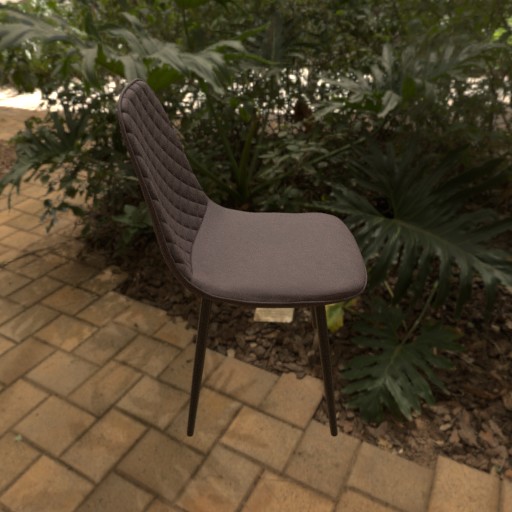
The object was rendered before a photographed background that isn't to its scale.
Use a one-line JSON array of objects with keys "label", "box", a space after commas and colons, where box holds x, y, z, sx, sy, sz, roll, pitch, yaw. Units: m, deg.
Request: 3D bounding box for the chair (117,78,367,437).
[{"label": "chair", "box": [0.000, 0.000, 1.195, 0.561, 0.889, 0.472, 0, 32, 0]}]
